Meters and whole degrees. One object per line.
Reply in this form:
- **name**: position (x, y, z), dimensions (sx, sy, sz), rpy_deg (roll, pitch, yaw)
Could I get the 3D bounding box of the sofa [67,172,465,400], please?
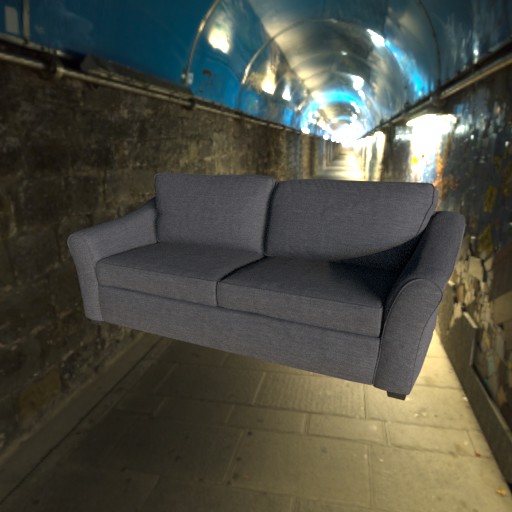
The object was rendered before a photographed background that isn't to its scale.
- **sofa**: position (0.000, 0.000, 2.737), dimensions (2.270, 0.950, 0.971), rpy_deg (7, 16, 26)
